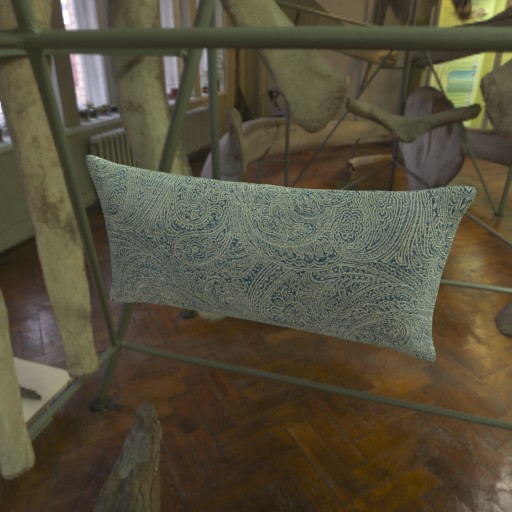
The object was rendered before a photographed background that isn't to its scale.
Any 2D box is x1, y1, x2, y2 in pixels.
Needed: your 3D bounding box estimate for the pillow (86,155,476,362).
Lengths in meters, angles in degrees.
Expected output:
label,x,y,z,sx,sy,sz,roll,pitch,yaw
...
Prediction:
label,x,y,z,sx,sy,sz,roll,pitch,yaw
pillow,0.000,0.000,0.737,0.615,0.295,0.151,8,27,16
